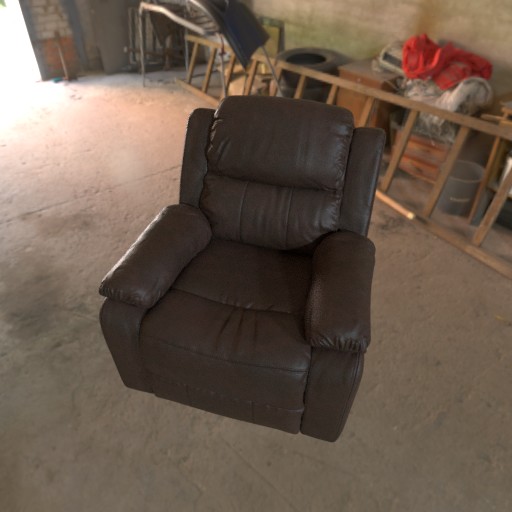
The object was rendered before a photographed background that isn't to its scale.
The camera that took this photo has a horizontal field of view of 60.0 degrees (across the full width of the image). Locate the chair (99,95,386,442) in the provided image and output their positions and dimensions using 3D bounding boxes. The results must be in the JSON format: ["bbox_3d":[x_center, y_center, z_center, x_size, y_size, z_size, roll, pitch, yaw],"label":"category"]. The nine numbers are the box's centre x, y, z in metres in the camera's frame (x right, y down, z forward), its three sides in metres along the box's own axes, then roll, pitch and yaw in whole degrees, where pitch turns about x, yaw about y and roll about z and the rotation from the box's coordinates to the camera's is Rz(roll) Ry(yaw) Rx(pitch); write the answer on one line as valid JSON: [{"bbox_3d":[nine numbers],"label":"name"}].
[{"bbox_3d":[0.000,0.000,1.267,0.680,0.702,0.707,11,41,12],"label":"chair"}]
